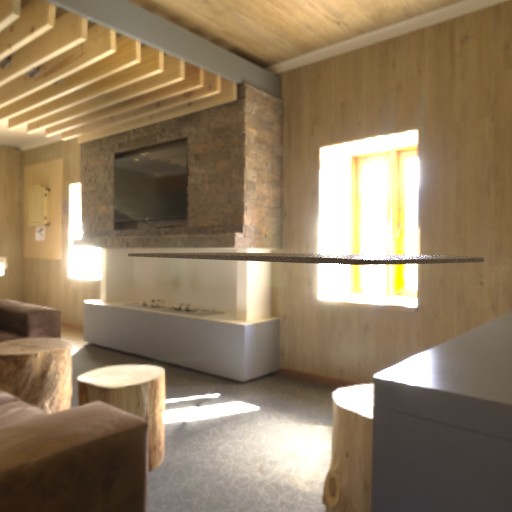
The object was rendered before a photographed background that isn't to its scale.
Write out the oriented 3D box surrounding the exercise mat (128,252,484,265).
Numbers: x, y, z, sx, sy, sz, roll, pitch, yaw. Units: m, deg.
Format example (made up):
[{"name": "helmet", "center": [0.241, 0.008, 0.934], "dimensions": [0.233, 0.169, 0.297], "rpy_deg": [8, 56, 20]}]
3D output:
[{"name": "exercise mat", "center": [0.000, 0.000, 2.089], "dimensions": [0.616, 0.021, 1.884], "rpy_deg": [-1, 1, -35]}]
